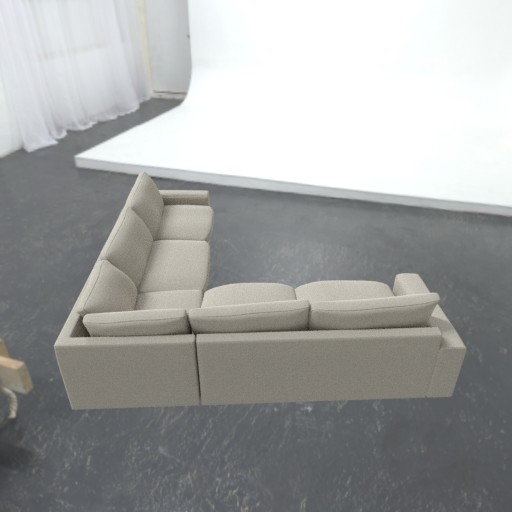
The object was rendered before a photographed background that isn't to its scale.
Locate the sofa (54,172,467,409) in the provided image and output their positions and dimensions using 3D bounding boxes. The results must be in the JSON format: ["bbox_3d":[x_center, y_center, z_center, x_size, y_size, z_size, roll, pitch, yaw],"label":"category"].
[{"bbox_3d":[0.000,0.000,4.719,3.066,0.918,3.206,-1,31,-2],"label":"sofa"}]
